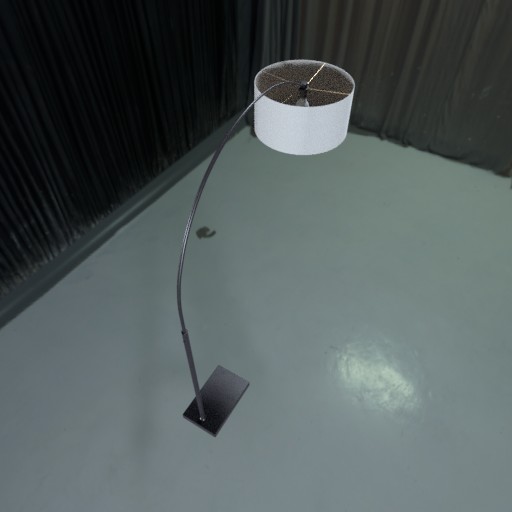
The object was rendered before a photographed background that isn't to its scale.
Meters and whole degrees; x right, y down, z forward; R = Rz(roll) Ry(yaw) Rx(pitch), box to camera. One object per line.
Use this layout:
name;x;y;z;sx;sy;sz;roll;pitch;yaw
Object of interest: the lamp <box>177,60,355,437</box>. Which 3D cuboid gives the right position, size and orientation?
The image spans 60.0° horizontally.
lamp;0.000;0.000;2.544;0.493;1.927;1.424;24;52;20
